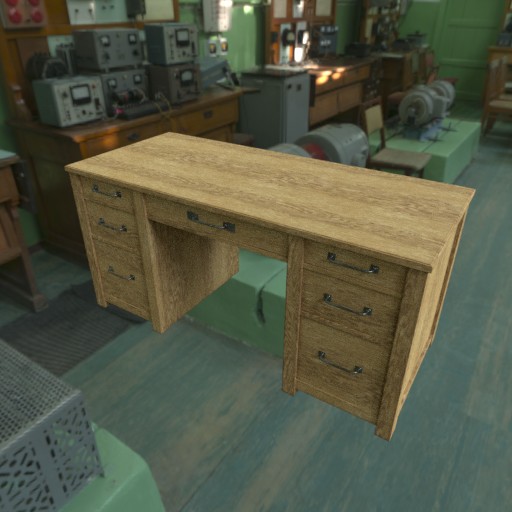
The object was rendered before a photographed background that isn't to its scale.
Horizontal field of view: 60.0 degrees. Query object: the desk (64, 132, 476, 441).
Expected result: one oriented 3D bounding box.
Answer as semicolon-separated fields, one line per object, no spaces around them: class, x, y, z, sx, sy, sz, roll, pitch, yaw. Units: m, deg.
desk;0.000;0.000;2.005;1.567;0.751;0.685;18;35;28
